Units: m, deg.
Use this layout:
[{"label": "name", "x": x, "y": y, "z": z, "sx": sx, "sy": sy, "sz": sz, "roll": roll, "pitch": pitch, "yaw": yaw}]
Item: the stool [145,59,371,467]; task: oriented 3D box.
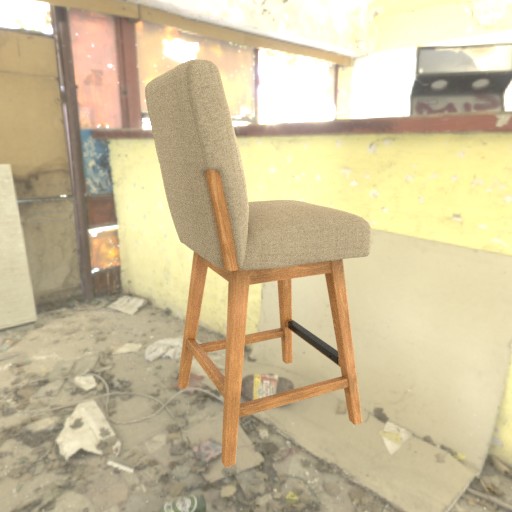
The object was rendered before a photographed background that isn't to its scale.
[{"label": "stool", "x": 0.000, "y": 0.000, "z": 1.331, "sx": 0.526, "sy": 1.010, "sz": 0.459, "roll": -7, "pitch": 16, "yaw": -25}]
